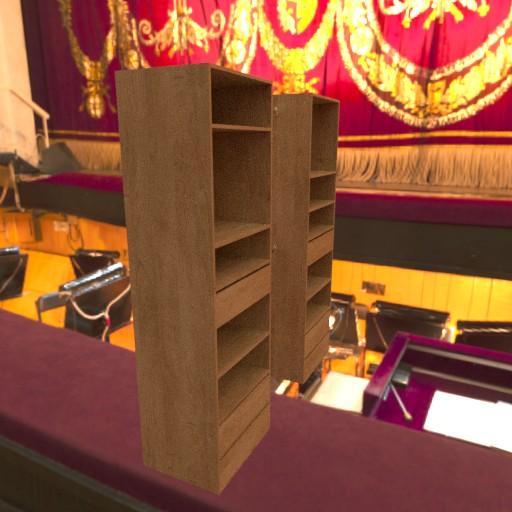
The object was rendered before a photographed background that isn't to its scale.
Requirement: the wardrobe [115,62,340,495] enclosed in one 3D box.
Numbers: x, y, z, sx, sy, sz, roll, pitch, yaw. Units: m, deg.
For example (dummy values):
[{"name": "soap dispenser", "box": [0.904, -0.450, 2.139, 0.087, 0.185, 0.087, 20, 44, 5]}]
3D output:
[{"name": "wardrobe", "box": [0.000, 0.000, 2.829, 0.480, 2.000, 1.770, 7, 16, 26]}]
